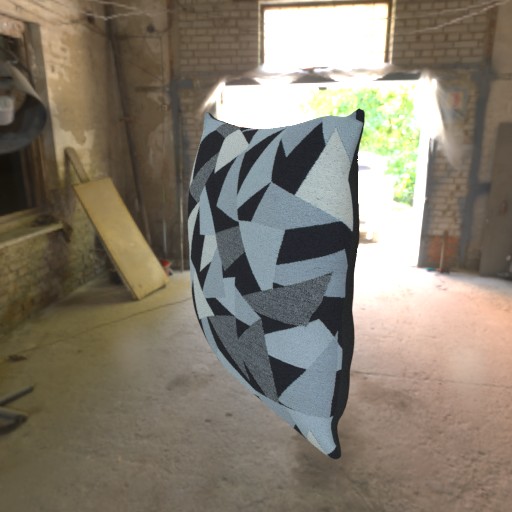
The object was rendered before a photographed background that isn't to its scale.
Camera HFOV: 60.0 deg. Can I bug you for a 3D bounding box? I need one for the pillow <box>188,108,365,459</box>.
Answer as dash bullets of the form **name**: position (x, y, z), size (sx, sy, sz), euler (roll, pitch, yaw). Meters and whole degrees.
- **pillow**: position (0.000, 0.000, 0.786), size (0.208, 0.496, 0.503), euler (-8, 18, -26)
